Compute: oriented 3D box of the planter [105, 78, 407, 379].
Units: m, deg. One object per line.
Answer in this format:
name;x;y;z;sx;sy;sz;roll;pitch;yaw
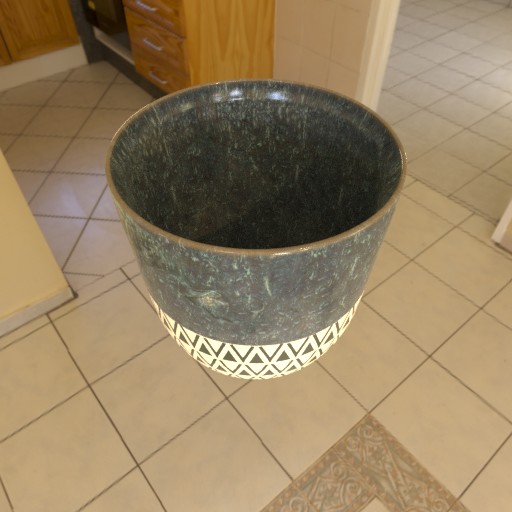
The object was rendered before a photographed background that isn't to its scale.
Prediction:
planter;0.000;0.000;0.370;0.195;0.214;0.195;0;47;0
